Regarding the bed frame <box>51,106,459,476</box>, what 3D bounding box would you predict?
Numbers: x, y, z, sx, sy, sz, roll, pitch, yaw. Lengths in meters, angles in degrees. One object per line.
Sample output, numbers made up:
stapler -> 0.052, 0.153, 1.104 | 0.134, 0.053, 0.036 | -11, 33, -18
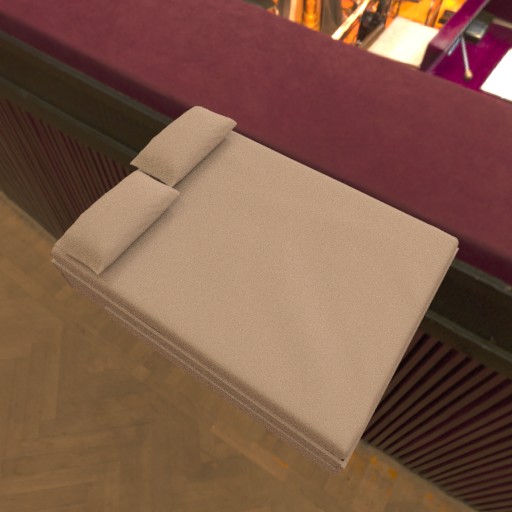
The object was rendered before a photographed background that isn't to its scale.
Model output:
bed frame -> 0.000, 0.000, 2.627 | 1.950, 0.629, 1.450 | 30, 63, 17
